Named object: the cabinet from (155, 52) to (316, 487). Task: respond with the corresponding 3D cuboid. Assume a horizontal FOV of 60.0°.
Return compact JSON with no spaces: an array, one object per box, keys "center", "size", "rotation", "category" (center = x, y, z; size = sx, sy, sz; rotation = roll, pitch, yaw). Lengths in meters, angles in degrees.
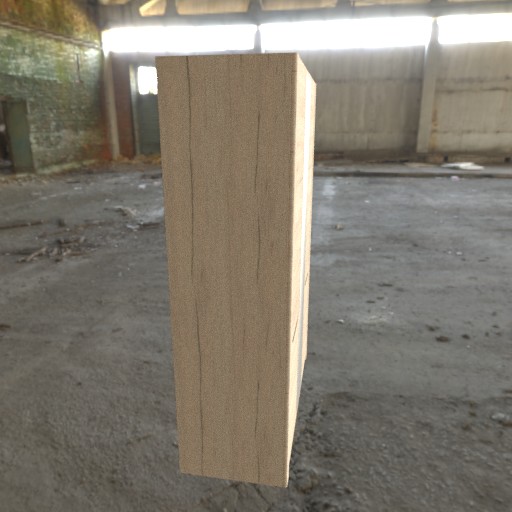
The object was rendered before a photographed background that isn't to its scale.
[{"center":[0.000,0.000,2.705],"size":[0.580,2.070,1.400],"rotation":[3,17,10],"category":"cabinet"}]
